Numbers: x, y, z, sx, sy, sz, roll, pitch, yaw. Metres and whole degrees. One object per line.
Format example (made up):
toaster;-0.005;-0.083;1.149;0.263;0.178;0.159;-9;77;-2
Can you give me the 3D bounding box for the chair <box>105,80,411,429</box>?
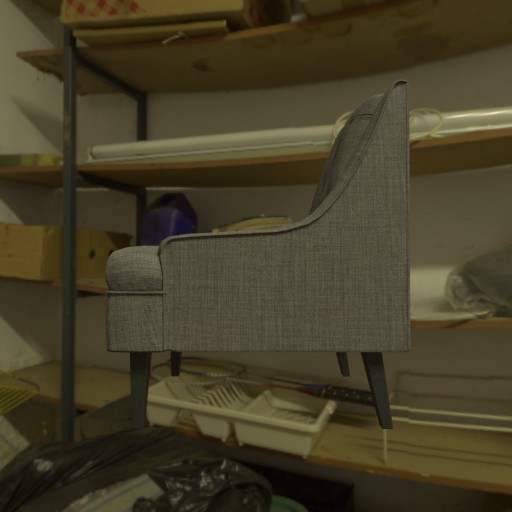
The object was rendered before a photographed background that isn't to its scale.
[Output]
chair;0.000;0.000;1.409;0.771;0.891;0.655;0;-1;0
